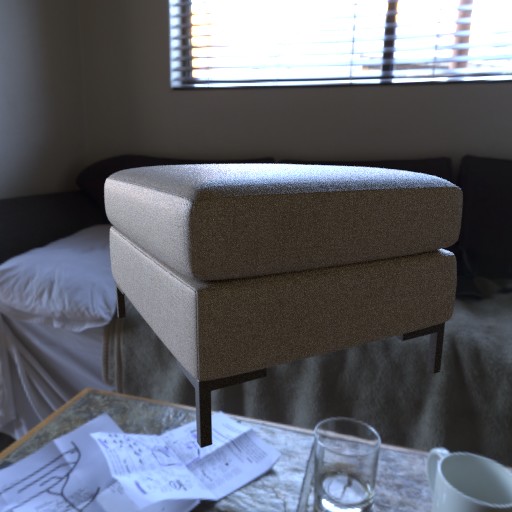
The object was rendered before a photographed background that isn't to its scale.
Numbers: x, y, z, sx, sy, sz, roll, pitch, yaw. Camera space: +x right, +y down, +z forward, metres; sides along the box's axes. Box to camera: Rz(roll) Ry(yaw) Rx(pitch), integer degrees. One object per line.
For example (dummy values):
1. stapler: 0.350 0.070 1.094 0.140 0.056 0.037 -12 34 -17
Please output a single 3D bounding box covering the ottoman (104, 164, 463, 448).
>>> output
1. ottoman: 0.000 0.000 1.215 0.671 0.490 0.820 -7 14 -27
